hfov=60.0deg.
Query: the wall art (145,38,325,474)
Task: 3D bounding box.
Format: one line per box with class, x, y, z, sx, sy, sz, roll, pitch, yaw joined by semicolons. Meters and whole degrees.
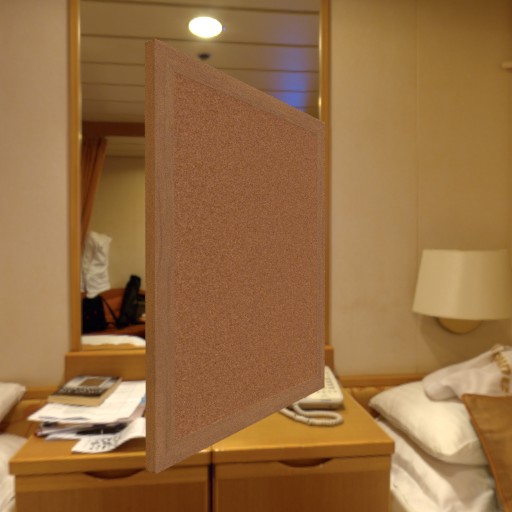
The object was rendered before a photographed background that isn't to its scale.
wall art;0.000;0.000;0.761;0.020;0.561;0.460;0;1;37
